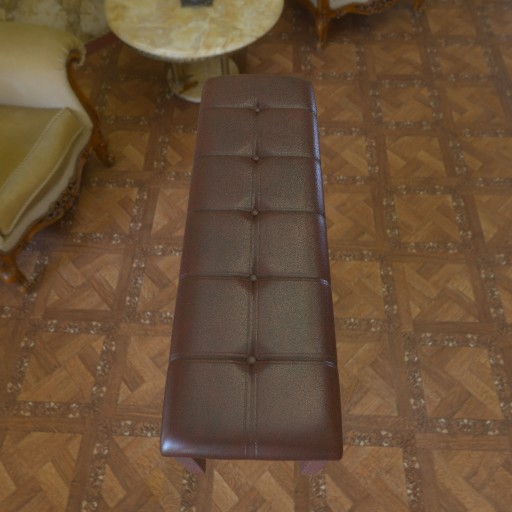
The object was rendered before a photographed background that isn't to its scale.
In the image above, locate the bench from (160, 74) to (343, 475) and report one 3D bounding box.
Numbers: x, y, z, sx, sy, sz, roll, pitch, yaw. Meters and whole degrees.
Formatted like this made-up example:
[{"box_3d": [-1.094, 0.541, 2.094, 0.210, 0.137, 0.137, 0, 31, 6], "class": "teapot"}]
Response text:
[{"box_3d": [0.000, 0.000, 1.436, 0.401, 0.491, 1.259, 1, 58, 0], "class": "bench"}]
